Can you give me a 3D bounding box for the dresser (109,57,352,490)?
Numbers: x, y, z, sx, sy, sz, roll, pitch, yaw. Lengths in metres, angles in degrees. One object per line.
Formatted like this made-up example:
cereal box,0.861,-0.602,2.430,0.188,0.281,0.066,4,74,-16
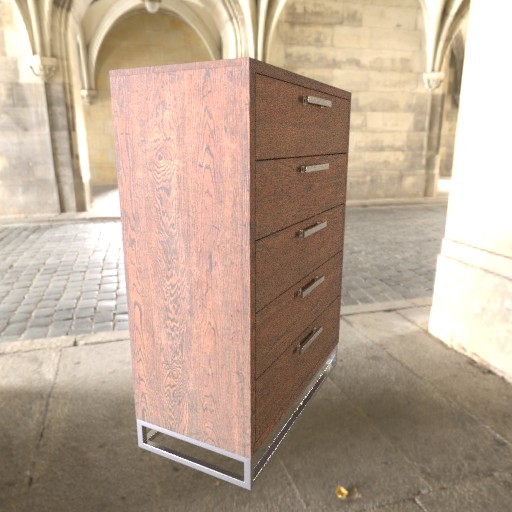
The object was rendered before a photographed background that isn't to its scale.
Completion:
dresser,0.000,0.000,1.807,0.508,1.321,0.965,7,16,26
